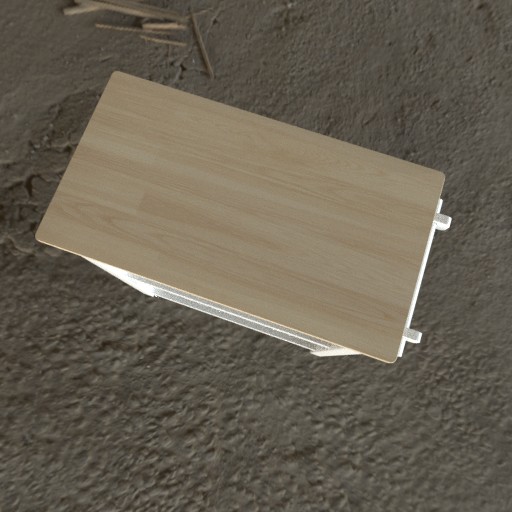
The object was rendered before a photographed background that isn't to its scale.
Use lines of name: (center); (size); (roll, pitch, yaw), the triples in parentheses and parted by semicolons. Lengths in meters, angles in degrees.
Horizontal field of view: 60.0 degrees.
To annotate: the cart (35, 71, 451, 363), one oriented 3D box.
cart: (0.000, 0.000, 1.459); (0.899, 0.927, 0.457); (19, 77, 4)
